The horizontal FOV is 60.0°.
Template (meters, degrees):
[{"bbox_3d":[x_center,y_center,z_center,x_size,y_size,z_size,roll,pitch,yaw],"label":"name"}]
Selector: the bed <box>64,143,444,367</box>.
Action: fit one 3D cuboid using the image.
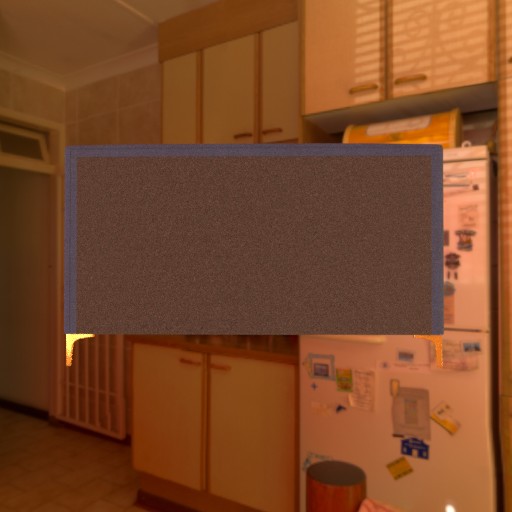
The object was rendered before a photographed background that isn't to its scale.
[{"bbox_3d":[0.000,0.000,3.524,2.096,1.231,2.232,0,-1,1],"label":"bed"}]
